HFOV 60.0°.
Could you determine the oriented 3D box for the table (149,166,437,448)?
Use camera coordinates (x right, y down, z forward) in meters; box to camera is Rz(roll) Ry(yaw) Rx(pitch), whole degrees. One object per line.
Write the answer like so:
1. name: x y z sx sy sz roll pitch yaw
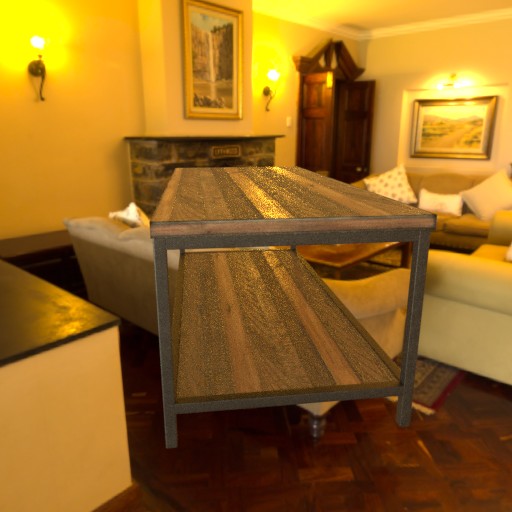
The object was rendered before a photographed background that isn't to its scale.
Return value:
1. table: 0.000 0.000 1.208 0.452 0.399 0.990 -2 16 -7
